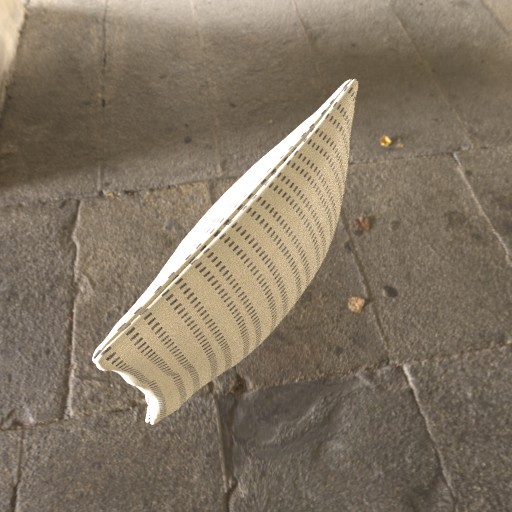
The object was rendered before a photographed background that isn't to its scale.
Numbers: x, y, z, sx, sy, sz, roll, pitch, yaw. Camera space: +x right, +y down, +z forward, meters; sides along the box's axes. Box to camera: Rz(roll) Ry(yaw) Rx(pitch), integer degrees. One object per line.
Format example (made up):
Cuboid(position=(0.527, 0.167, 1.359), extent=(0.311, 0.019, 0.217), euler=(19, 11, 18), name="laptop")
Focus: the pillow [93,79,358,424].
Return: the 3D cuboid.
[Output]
Cuboid(position=(0.000, 0.000, 0.794), extent=(0.210, 0.353, 0.640), euler=(31, 63, 18), name="pillow")
